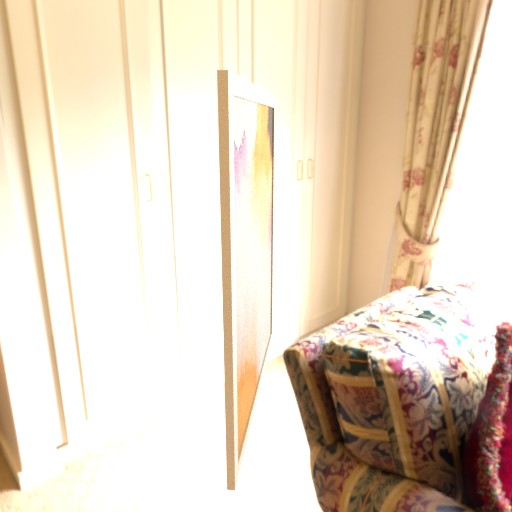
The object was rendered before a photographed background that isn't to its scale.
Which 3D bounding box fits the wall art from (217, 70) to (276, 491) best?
[{"bbox_3d":[0.000,0.000,0.781,0.012,0.557,0.482,2,17,8],"label":"wall art"}]
